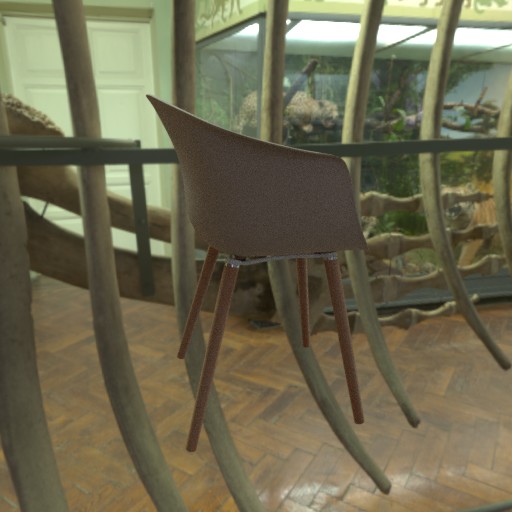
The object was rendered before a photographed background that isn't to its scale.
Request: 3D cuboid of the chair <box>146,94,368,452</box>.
[{"bbox_3d":[0.000,0.000,1.150,0.504,0.781,0.593,-3,16,-12],"label":"chair"}]
